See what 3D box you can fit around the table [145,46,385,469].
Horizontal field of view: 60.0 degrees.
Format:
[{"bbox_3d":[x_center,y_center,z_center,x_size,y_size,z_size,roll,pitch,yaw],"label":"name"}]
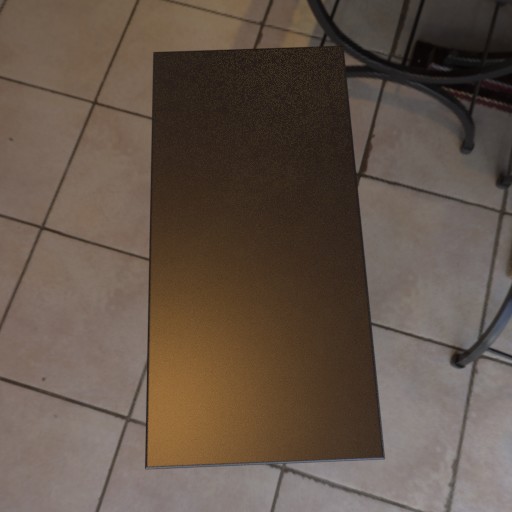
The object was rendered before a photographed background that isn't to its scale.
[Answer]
[{"bbox_3d":[0.000,0.000,1.389,0.550,0.510,1.107,-2,76,-1],"label":"table"}]
